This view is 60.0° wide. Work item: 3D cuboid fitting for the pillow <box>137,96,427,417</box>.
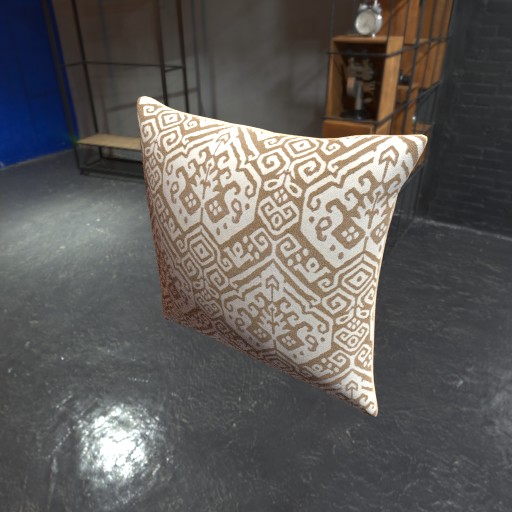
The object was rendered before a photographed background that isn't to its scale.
[{"bbox_3d":[0.000,0.000,0.645,0.419,0.407,0.173,18,34,29],"label":"pillow"}]
